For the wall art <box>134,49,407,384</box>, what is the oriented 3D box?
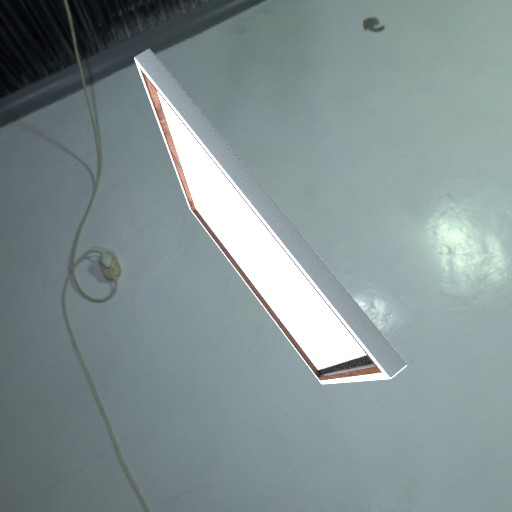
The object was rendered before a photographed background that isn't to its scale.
[{"bbox_3d":[0.000,0.000,1.527,0.049,1.009,1.009,-35,76,-10],"label":"wall art"}]
